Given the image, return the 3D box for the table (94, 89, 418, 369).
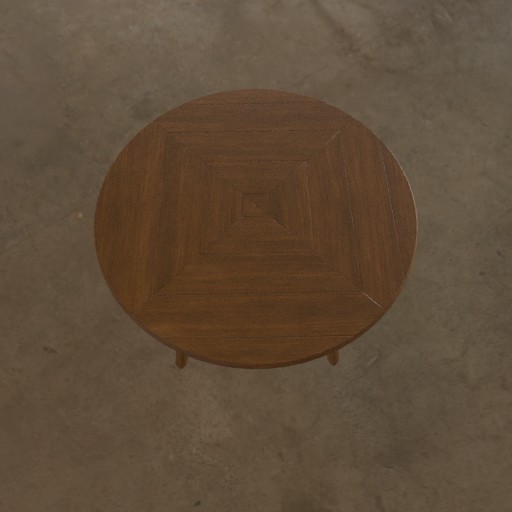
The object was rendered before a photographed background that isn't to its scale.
[{"bbox_3d":[0.000,0.000,1.787,1.055,0.757,1.055,0,64,0],"label":"table"}]
